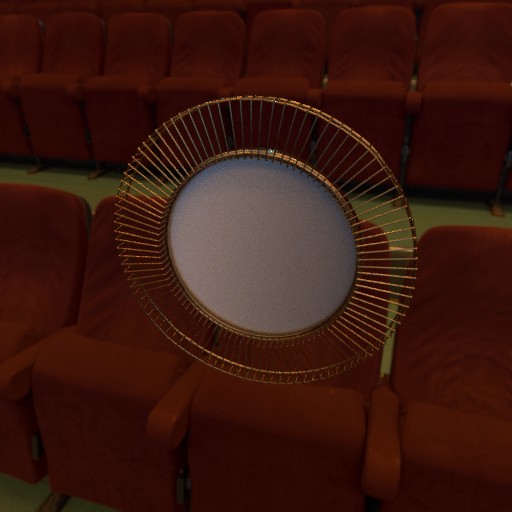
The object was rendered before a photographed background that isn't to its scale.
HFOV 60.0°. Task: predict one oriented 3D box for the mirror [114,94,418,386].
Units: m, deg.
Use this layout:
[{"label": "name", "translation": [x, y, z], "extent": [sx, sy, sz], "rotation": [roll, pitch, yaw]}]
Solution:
[{"label": "mirror", "translation": [0.000, 0.000, 1.026], "extent": [0.703, 0.703, 0.067], "rotation": [7, 27, 15]}]
